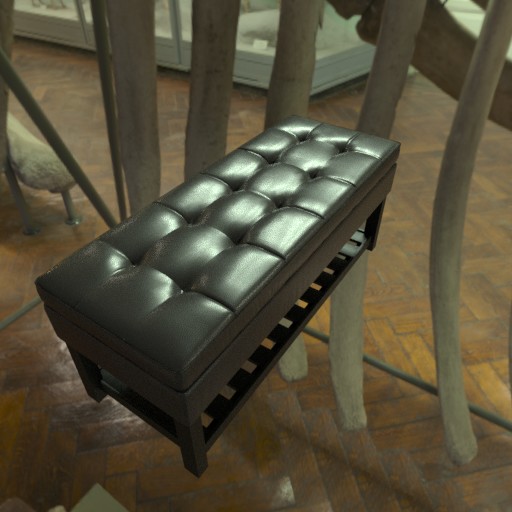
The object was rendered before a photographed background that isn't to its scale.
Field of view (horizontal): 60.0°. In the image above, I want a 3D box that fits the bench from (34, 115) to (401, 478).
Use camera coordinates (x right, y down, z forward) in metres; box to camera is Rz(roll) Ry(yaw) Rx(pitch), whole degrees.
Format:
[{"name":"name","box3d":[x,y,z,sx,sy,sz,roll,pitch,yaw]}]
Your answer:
[{"name":"bench","box3d":[0.000,0.000,1.341,0.432,0.460,1.105,24,45,26]}]
